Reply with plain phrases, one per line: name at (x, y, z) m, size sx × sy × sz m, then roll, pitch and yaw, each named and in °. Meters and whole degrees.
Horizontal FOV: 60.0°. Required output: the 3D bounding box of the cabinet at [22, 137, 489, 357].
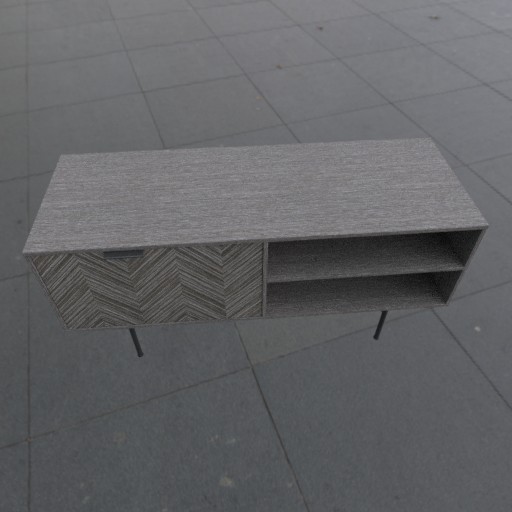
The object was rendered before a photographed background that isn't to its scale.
cabinet at (0.000, 0.000, 1.599) m, size 1.300 × 0.599 × 0.500 m, roll -3°, pitch 46°, yaw -3°
